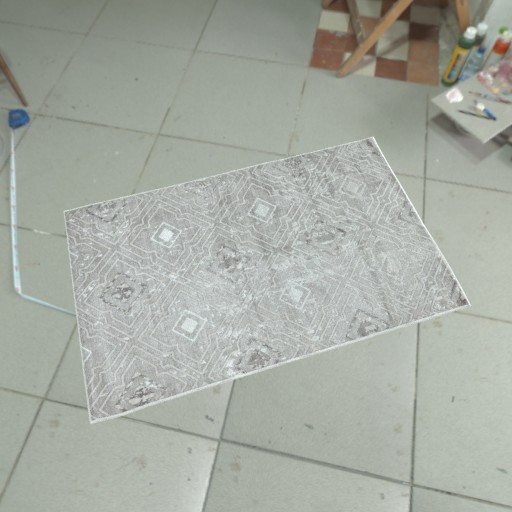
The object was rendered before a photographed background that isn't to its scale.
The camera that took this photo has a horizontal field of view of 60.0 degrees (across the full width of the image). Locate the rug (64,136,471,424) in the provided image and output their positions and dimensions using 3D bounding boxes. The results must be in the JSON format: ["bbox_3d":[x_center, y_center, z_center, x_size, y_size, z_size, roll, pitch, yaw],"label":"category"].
[{"bbox_3d":[0.000,0.000,3.035,2.447,0.036,1.537,-15,62,-8],"label":"rug"}]
